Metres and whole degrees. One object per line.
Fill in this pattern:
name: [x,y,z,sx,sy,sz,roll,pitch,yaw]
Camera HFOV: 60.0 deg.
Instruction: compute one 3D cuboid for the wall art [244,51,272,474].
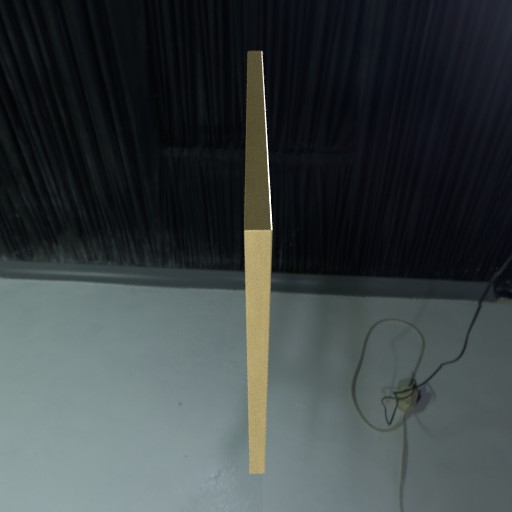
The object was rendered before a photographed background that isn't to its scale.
wall art: [0.000,0.000,1.129,0.037,0.763,0.763,0,41,0]
